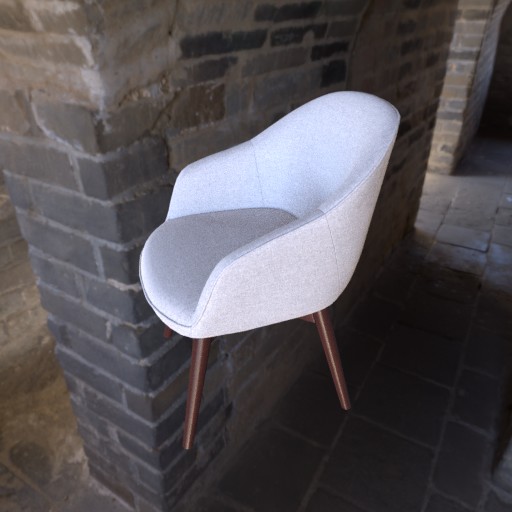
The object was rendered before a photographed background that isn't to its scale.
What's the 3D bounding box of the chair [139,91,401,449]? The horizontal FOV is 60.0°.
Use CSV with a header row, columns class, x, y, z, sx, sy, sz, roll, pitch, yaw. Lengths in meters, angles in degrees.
class,x,y,z,sx,sy,sz,roll,pitch,yaw
chair,0.000,0.000,1.232,0.635,0.823,0.596,-8,31,-14
